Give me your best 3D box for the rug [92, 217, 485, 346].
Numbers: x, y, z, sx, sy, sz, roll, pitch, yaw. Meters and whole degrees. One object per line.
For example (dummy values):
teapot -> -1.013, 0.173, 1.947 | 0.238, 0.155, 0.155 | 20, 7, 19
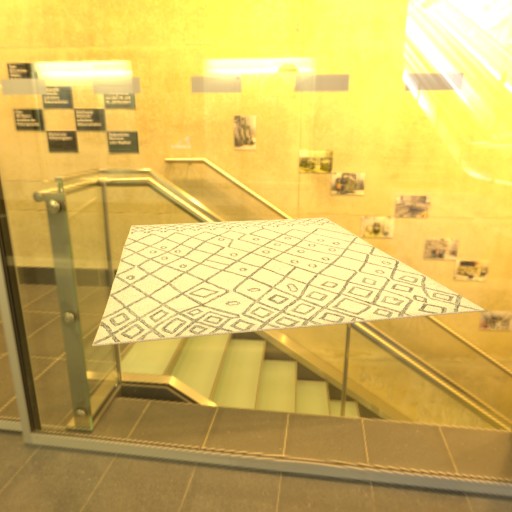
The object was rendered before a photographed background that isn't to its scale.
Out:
rug -> 0.000, 0.000, 4.090 | 2.446, 0.015, 3.046 | -3, 17, -11
